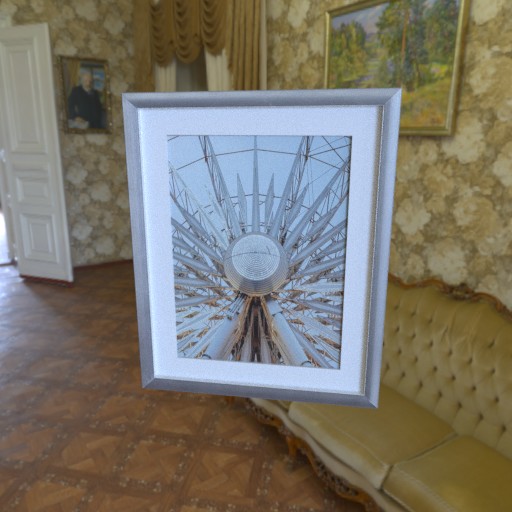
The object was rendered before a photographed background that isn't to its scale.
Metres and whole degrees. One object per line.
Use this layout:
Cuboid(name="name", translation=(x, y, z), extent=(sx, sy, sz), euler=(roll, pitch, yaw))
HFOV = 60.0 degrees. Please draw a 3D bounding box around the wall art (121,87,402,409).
Cuboid(name="wall art", translation=(0.000, 0.000, 0.795), extent=(0.458, 0.558, 0.029), euler=(2, 14, 9))
